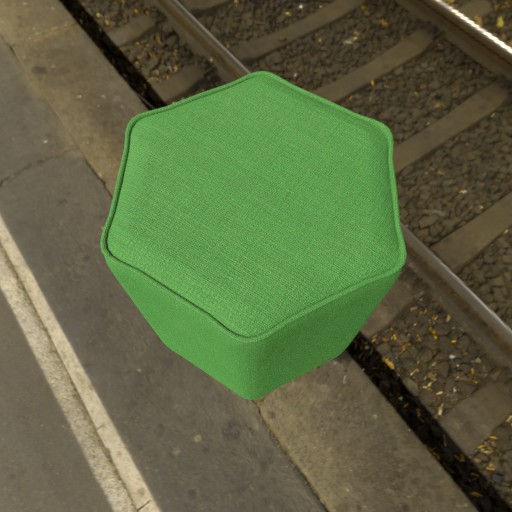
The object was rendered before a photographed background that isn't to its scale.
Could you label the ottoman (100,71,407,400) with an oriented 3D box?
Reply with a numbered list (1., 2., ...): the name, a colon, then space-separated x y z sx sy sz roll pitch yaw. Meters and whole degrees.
1. ottoman: 0.000 0.000 0.890 0.499 0.507 0.444 30 67 14
